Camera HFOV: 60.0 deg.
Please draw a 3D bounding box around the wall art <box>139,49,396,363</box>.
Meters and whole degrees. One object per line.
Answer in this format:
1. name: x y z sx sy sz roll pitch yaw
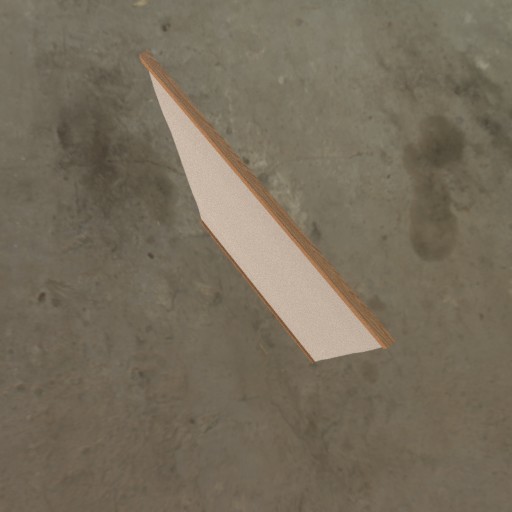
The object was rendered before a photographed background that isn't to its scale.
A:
1. wall art: 0.000 0.000 1.310 0.020 1.016 0.739 -37 78 -9
